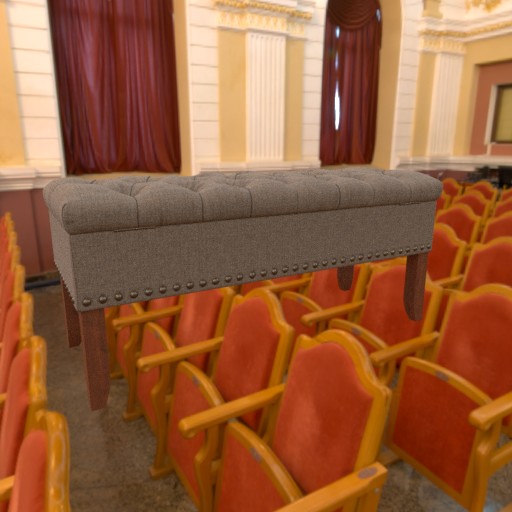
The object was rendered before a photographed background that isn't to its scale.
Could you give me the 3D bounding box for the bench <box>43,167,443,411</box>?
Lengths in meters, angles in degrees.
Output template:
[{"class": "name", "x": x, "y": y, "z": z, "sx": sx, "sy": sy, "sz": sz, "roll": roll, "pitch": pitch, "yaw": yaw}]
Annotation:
[{"class": "bench", "x": 0.000, "y": 0.000, "z": 1.281, "sx": 1.052, "sy": 0.470, "sz": 0.417, "roll": -8, "pitch": 16, "yaw": -29}]
